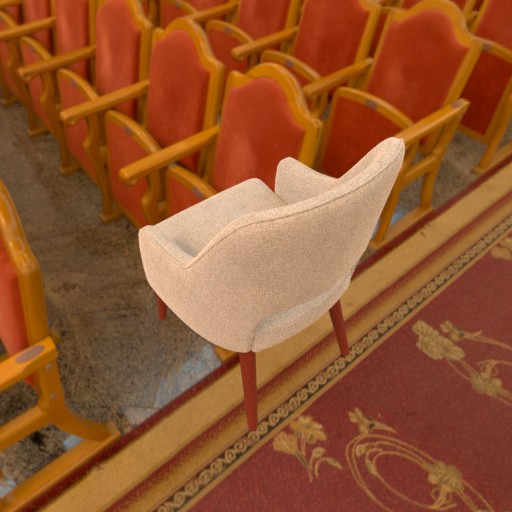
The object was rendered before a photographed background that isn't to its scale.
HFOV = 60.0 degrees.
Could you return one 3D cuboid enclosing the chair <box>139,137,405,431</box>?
[{"bbox_3d":[0.000,0.000,1.252,0.548,0.849,0.605,-31,54,-25],"label":"chair"}]
